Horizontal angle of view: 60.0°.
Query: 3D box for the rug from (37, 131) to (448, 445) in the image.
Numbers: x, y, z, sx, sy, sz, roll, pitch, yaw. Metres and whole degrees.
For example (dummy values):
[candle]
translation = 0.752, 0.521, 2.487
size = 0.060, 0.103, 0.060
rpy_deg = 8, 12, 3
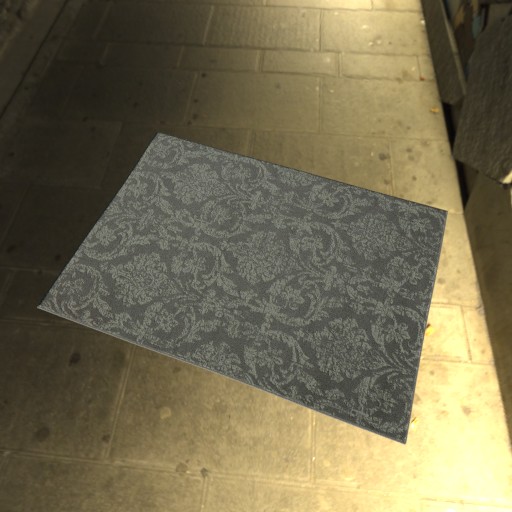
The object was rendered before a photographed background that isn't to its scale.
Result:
[rug]
translation = 0.000, 0.000, 2.830
size = 2.206, 0.014, 1.578
rpy_deg = 18, 60, 10
